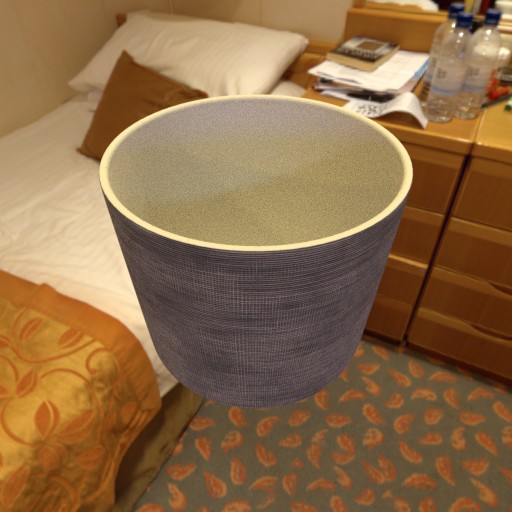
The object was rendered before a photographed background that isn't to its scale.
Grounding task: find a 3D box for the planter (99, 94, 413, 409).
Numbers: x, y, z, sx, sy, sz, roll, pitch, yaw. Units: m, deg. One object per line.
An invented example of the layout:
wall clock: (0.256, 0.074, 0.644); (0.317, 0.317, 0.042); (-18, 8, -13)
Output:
planter: (0.000, 0.000, 0.772); (0.440, 0.398, 0.440); (0, 41, 0)
